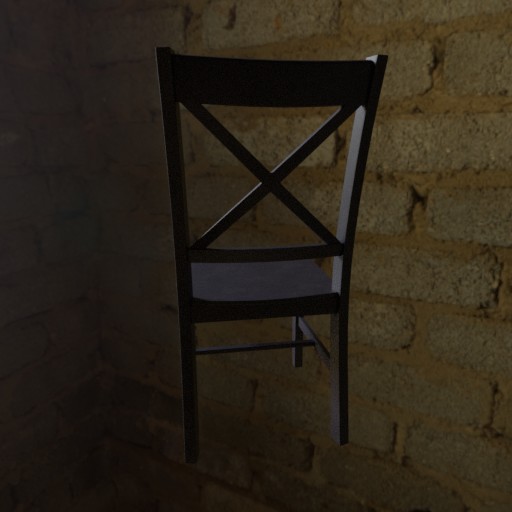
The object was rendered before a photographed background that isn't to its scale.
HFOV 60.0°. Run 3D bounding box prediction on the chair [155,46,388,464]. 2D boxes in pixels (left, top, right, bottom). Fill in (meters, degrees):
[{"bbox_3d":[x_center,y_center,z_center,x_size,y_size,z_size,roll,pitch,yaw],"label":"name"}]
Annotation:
[{"bbox_3d":[0.000,0.000,1.258,0.485,0.983,0.542,-3,15,-10],"label":"chair"}]
